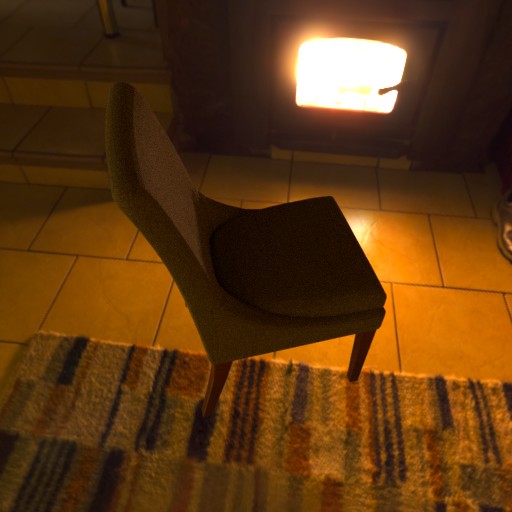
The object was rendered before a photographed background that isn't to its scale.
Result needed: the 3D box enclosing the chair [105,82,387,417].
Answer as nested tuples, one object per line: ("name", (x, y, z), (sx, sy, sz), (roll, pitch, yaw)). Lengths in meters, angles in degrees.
("chair", (0.000, 0.000, 1.326), (0.655, 0.952, 0.508), (-10, 48, -9))
